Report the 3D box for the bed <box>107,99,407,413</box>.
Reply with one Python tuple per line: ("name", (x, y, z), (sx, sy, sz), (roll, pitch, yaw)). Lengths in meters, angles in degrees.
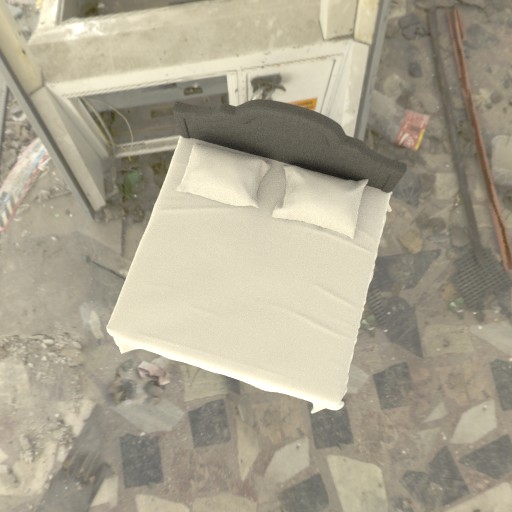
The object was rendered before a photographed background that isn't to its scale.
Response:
("bed", (0.000, 0.000, 3.770), (2.303, 1.631, 2.222), (16, 75, 4))
